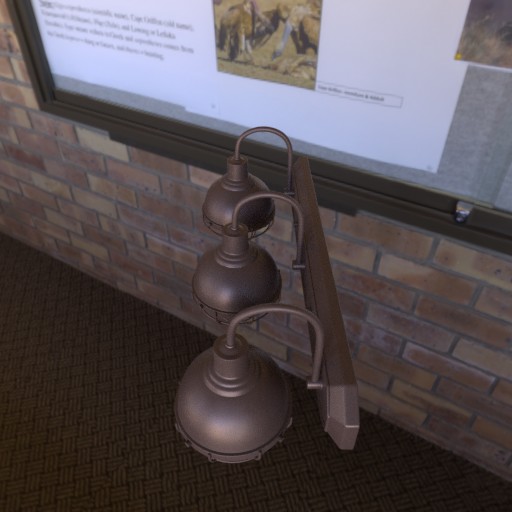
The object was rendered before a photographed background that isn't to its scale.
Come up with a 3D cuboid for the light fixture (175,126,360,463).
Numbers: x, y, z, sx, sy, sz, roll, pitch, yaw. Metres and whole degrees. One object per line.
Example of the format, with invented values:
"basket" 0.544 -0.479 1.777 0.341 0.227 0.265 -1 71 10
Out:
"light fixture" 0.000 0.000 0.753 0.229 0.254 0.634 -1 40 -1
